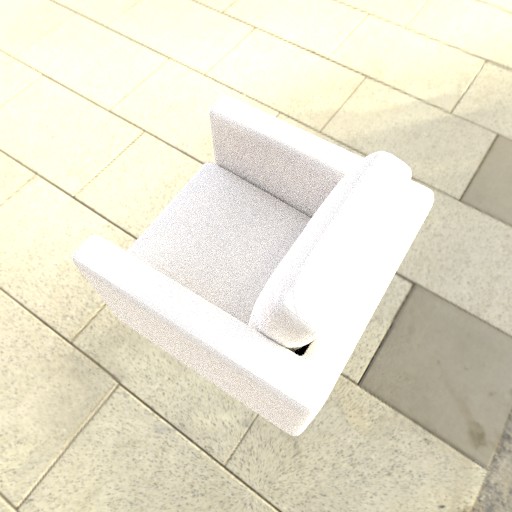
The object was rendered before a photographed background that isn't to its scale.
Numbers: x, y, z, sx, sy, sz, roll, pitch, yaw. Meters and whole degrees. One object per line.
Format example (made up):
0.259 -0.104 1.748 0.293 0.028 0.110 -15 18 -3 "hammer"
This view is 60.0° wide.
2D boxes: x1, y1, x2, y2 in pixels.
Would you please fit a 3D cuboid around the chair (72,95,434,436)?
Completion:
0.000 0.000 1.578 0.879 0.899 0.831 29 66 15 "chair"
